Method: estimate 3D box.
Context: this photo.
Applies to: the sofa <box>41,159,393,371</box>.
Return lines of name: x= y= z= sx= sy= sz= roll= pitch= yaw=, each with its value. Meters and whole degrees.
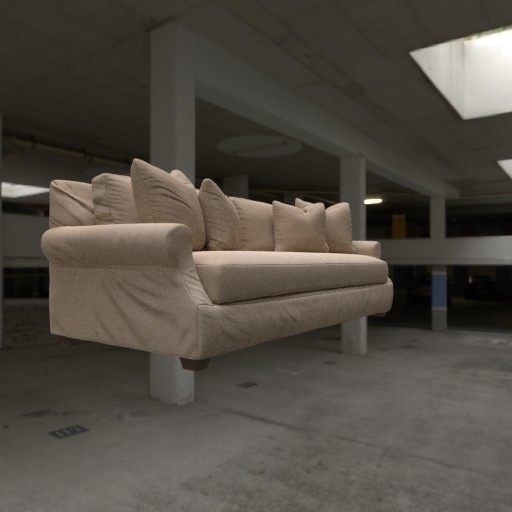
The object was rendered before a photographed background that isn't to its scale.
sofa: x=0.000 y=0.000 z=2.810 sx=1.067 sy=0.904 sz=2.285 roll=0 pitch=-1 yaw=36
